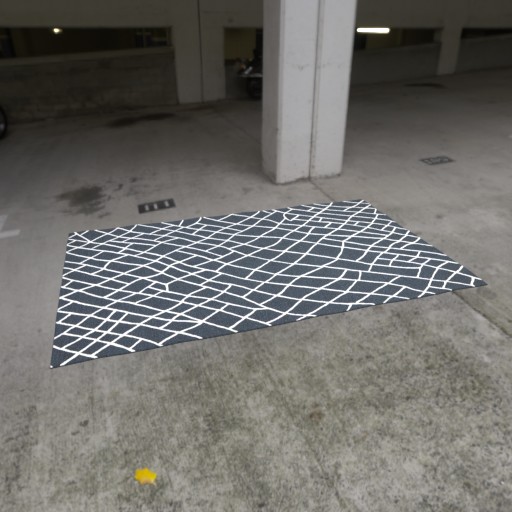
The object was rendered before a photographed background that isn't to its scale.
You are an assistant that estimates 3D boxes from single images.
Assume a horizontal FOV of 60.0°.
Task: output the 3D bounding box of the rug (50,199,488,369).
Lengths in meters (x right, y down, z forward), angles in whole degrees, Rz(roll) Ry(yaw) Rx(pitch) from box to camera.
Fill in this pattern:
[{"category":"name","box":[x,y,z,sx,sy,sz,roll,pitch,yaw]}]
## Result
[{"category":"rug","box":[0.000,0.000,2.980,2.448,0.017,1.529,-8,29,-15]}]
